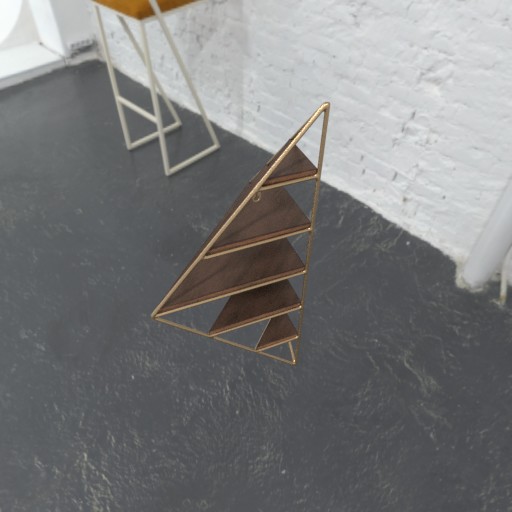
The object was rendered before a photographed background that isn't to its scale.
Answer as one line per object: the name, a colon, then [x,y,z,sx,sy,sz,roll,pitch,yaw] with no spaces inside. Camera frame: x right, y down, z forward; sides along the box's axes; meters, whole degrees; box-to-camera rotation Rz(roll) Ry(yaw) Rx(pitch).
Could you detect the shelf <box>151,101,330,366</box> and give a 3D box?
shelf: [0.000,0.000,1.170,0.294,0.913,0.564,17,48,16]
